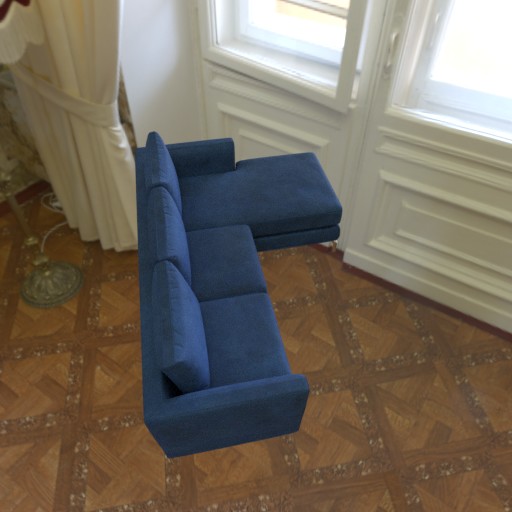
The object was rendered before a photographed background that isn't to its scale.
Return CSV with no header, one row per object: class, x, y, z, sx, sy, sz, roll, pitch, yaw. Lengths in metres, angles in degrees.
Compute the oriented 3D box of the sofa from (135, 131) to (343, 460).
sofa,0.000,0.000,3.264,1.622,0.987,2.438,-9,48,-8
